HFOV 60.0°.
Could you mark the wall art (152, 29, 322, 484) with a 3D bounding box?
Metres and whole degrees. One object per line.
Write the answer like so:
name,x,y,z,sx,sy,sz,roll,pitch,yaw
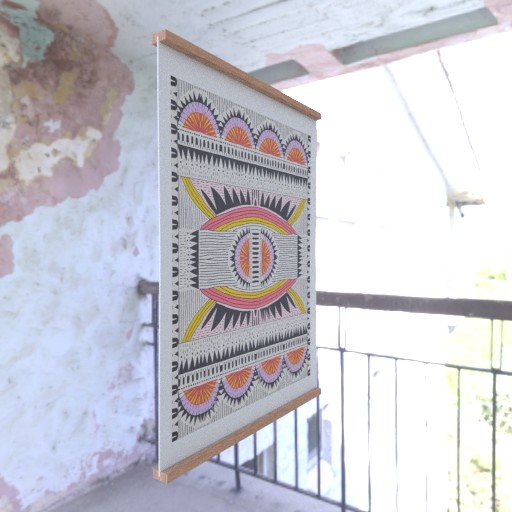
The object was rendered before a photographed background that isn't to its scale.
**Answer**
wall art,0.000,0.000,0.786,0.028,0.609,0.456,1,1,35
